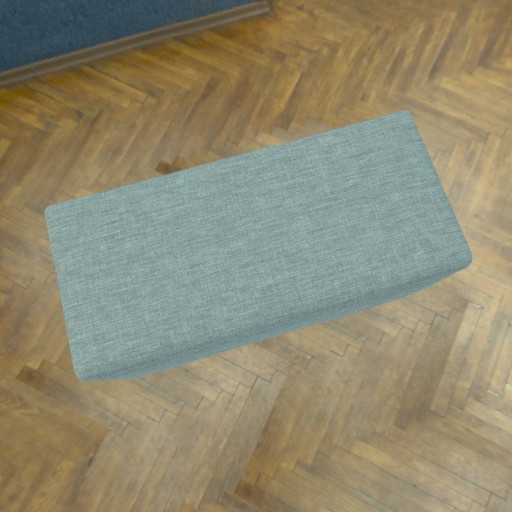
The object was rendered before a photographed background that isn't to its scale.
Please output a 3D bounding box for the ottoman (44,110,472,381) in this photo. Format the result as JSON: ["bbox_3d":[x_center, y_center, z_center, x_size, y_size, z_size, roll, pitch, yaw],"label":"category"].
[{"bbox_3d":[0.000,0.000,1.159,0.902,0.432,0.419,-16,76,-4],"label":"ottoman"}]
